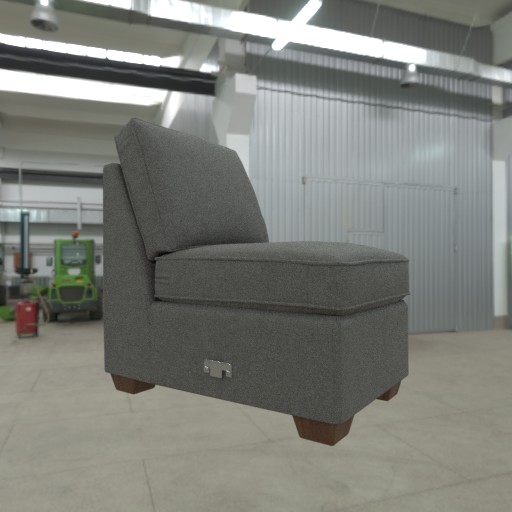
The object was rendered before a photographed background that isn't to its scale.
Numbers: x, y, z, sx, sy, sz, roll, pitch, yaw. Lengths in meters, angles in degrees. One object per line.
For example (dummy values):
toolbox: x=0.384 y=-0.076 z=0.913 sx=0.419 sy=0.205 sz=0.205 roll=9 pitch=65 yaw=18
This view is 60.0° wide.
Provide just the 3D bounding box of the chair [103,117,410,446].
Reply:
chair: x=0.000 y=0.000 z=1.577 sx=0.938 sy=0.970 sz=0.621 roll=0 pitch=0 yaw=35
